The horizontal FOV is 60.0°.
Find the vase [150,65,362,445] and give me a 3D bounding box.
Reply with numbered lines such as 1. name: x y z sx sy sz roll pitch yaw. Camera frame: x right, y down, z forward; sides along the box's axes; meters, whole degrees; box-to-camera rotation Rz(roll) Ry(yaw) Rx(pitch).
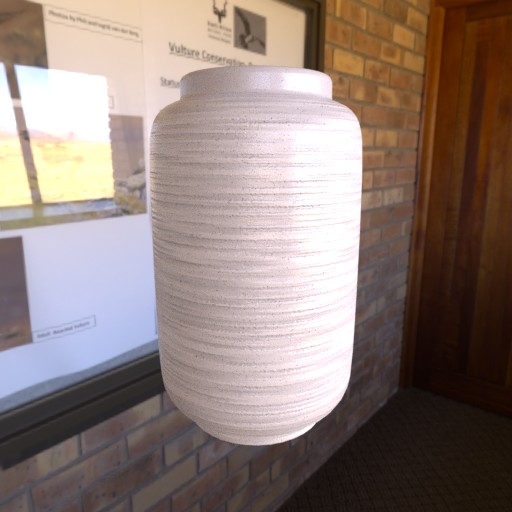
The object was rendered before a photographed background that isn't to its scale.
1. vase: 0.000 0.000 0.448 0.202 0.335 0.202 0 13 0
